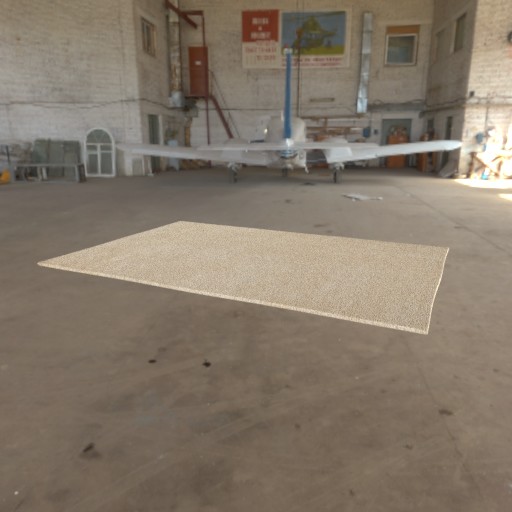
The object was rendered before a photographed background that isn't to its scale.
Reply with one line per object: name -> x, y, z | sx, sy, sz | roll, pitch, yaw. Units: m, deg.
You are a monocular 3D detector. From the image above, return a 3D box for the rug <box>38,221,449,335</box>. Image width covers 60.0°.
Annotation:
rug -> 0.000, 0.000, 3.475 | 2.699, 0.025, 1.800 | 7, 17, 25
